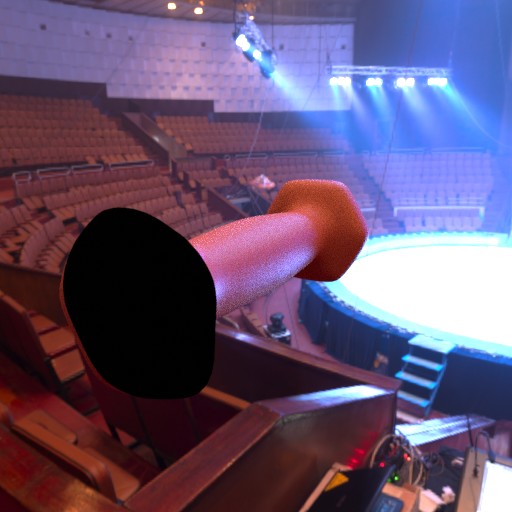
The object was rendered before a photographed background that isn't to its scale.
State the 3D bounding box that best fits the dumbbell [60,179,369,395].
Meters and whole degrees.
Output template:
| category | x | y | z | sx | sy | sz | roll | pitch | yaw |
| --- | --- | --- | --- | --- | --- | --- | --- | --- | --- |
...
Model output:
| category | x | y | z | sx | sy | sz | roll | pitch | yaw |
| --- | --- | --- | --- | --- | --- | --- | --- | --- | --- |
| dumbbell | 0.000 | 0.000 | 0.144 | 0.047 | 0.043 | 0.123 | 7 | 15 | 27 |
